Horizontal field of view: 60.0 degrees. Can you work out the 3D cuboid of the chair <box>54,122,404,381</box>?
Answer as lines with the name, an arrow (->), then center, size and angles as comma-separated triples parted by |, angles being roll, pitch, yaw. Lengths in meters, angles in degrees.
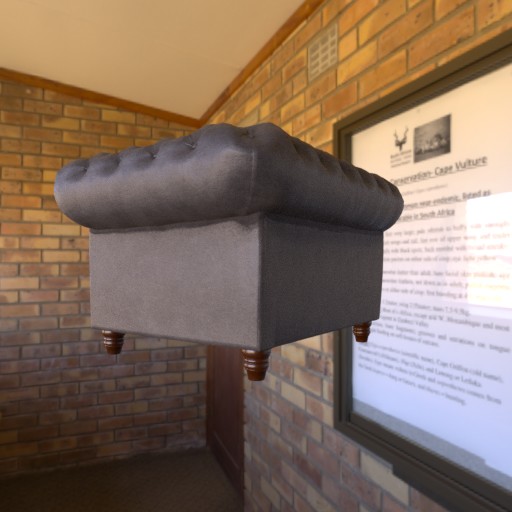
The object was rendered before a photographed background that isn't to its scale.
chair -> 0.000, 0.000, 1.875 | 0.943, 0.780, 1.298 | -1, -2, 35
